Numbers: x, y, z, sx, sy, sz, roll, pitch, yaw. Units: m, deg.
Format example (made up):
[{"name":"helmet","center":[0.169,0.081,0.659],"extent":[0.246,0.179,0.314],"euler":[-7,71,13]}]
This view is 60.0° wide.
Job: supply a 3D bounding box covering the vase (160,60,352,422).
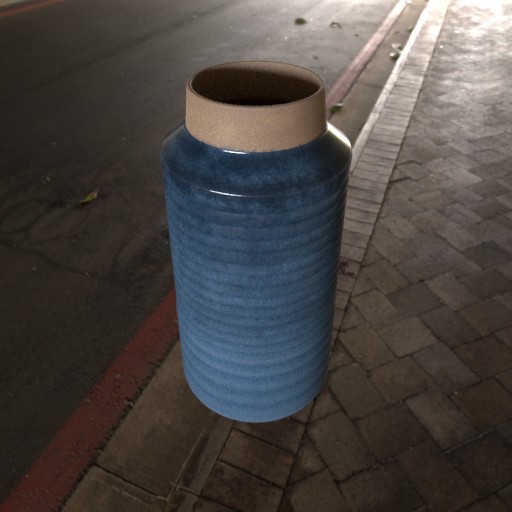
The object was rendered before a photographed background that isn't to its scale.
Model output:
[{"name":"vase","center":[0.000,0.000,0.408],"extent":[0.163,0.316,0.163],"euler":[0,40,0]}]
